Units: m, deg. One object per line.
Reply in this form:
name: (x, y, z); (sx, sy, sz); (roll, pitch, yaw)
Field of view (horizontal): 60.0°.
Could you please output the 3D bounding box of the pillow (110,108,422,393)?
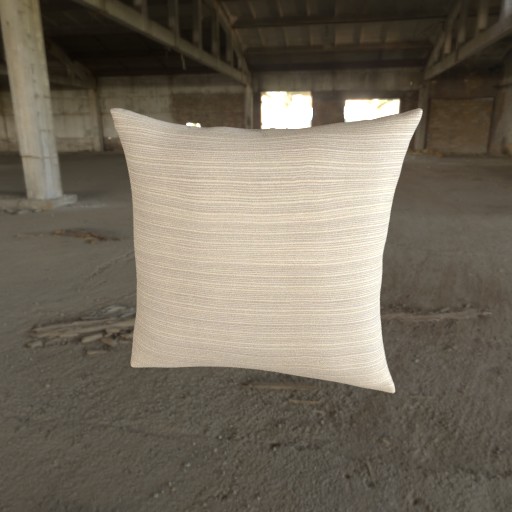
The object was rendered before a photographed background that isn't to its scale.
pillow: (0.000, 0.000, 0.777); (0.512, 0.497, 0.204); (3, 16, 10)
